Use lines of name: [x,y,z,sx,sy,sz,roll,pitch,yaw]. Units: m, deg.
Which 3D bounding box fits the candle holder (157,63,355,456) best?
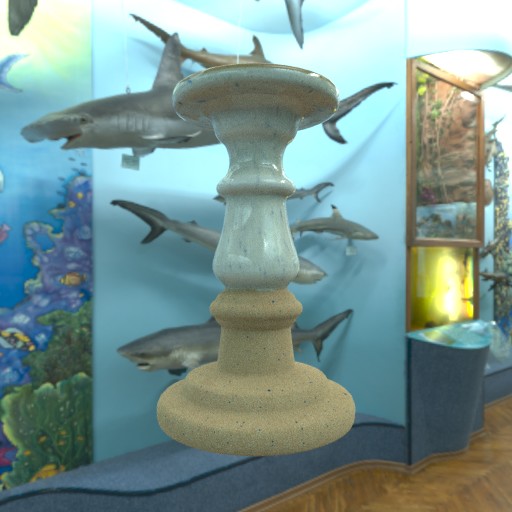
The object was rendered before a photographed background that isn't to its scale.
candle holder: [0.000,0.000,0.281,0.123,0.202,0.123,0,0,0]
